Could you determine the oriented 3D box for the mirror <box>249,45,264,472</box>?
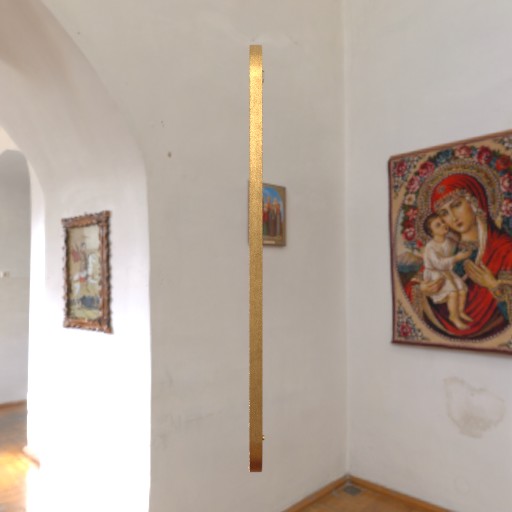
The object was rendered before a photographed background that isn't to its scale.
[{"bbox_3d":[0.000,0.000,1.055,0.032,0.991,0.222,0,-2,-1],"label":"mirror"}]
